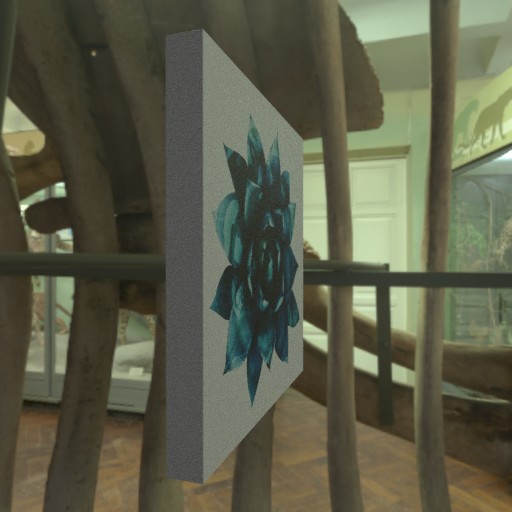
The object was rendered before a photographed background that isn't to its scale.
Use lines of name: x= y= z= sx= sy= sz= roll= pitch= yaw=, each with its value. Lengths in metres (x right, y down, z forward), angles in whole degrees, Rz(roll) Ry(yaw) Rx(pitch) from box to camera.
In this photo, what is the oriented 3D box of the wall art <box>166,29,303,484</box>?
wall art: x=0.000 y=0.000 z=0.594 sx=0.038 sy=0.406 sz=0.406 roll=0 pitch=0 yaw=19
